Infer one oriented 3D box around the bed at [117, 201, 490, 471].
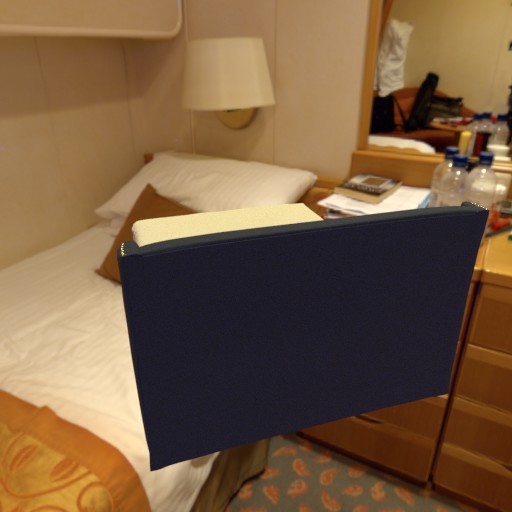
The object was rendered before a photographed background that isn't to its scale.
[{"bbox_3d":[0.000,0.000,3.326,1.925,1.332,2.276,-8,27,-16],"label":"bed"}]
